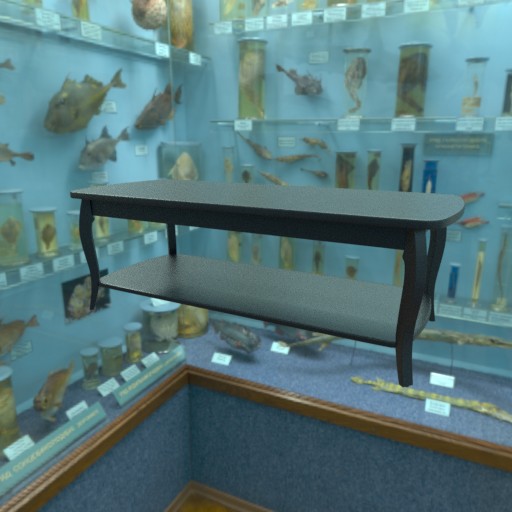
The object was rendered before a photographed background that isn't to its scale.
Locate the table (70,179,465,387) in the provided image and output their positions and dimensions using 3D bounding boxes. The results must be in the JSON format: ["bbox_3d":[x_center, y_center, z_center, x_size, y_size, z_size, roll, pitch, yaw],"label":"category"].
[{"bbox_3d":[0.000,0.000,1.612,1.333,0.457,0.571,8,17,27],"label":"table"}]
